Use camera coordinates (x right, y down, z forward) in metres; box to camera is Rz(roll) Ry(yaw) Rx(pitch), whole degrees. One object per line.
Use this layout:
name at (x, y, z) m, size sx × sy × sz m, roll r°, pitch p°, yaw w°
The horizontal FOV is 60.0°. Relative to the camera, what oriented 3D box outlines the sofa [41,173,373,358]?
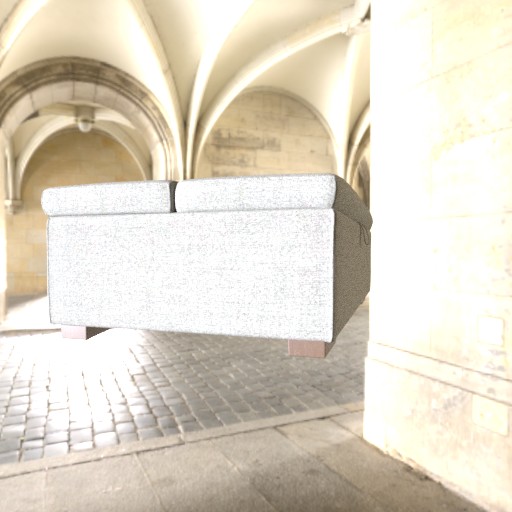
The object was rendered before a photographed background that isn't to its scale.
sofa at (0.000, 0.000, 1.644) m, size 0.817 × 0.434 × 1.250 m, roll 0°, pitch 1°, yaw 18°
